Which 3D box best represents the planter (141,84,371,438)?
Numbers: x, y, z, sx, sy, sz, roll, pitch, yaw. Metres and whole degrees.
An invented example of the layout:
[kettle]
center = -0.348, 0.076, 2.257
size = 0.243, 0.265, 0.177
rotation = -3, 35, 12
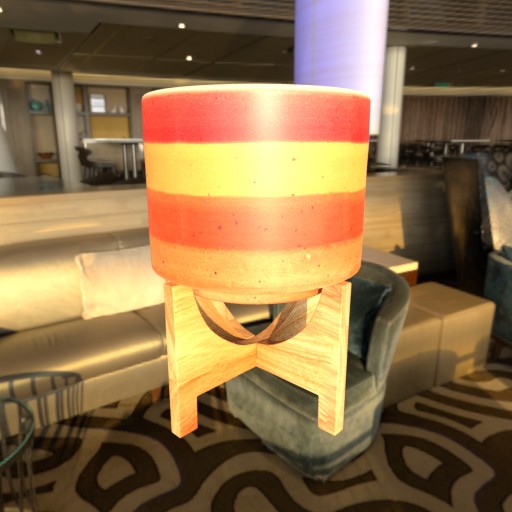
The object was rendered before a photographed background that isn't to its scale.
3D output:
[planter]
center = 0.000, 0.000, 0.559
size = 0.269, 0.379, 0.269
rotation = 0, 14, 0
